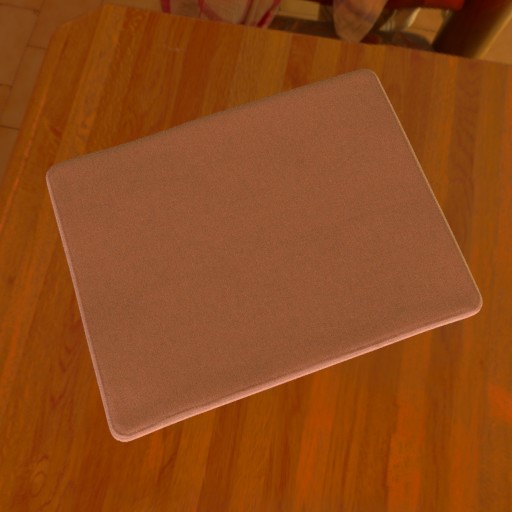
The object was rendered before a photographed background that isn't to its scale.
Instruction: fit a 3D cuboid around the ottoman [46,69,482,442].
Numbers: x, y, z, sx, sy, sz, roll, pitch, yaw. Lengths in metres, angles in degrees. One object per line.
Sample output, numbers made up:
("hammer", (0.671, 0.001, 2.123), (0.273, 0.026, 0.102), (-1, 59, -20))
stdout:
("ottoman", (0.000, 0.000, 1.182), (0.833, 0.461, 0.648), (-19, 77, -5))
